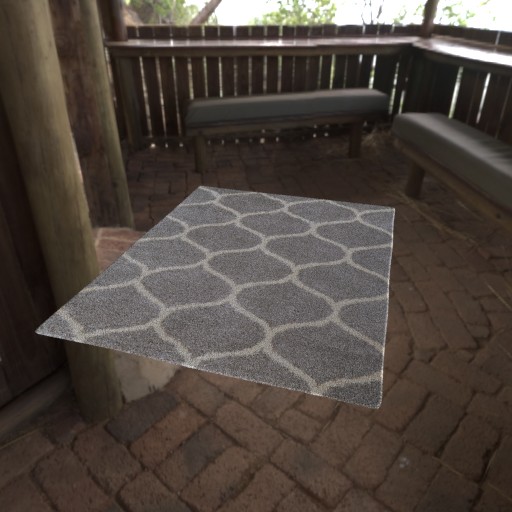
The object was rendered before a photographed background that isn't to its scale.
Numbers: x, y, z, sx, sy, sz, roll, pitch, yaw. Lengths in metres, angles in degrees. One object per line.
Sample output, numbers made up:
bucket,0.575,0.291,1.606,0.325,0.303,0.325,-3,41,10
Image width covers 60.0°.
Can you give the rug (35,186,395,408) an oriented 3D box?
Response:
rug,0.000,0.000,4.091,2.399,0.026,3.000,8,31,14
